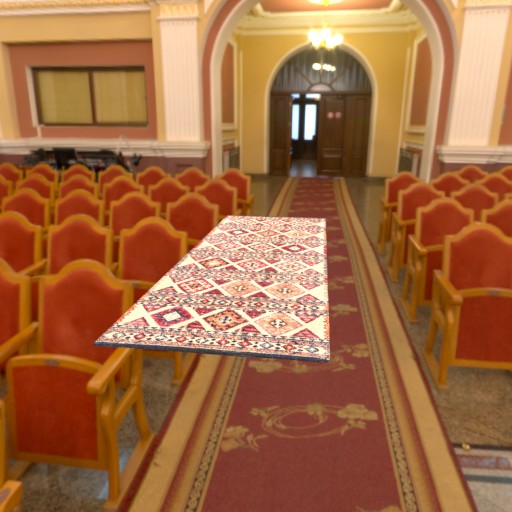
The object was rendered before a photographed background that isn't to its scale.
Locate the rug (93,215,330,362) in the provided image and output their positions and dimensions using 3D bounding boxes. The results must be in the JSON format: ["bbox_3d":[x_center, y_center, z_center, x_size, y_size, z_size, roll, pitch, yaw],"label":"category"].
[{"bbox_3d":[0.000,0.000,2.625,0.832,0.008,2.362,2,17,8],"label":"rug"}]
